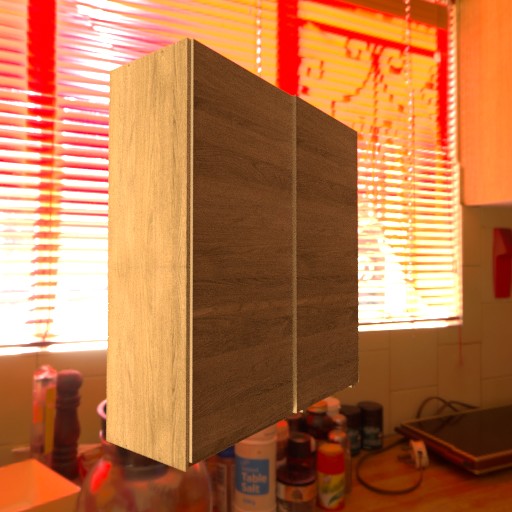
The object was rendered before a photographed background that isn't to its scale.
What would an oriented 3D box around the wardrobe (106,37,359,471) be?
[{"bbox_3d":[0.000,0.000,2.867,0.629,1.960,1.780,-1,-2,37],"label":"wardrobe"}]
